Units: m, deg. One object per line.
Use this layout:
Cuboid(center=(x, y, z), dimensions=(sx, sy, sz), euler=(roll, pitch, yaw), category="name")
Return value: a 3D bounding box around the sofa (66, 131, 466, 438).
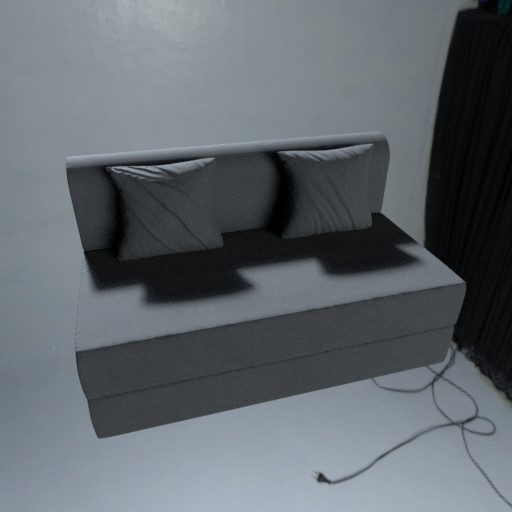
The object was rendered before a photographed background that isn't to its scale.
Cuboid(center=(0.000, 0.000, 1.614), dimensions=(1.225, 0.670, 0.762), euler=(-8, 32, -13), category="sofa")
